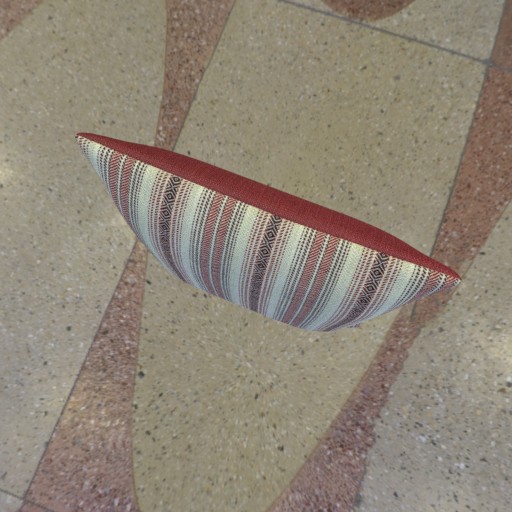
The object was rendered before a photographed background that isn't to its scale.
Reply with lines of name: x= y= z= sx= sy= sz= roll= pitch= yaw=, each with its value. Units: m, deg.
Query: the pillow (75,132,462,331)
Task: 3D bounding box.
pillow: x=0.000 y=0.000 z=0.776 sx=0.513 sy=0.497 sz=0.166 roll=21 pitch=77 yaw=5
